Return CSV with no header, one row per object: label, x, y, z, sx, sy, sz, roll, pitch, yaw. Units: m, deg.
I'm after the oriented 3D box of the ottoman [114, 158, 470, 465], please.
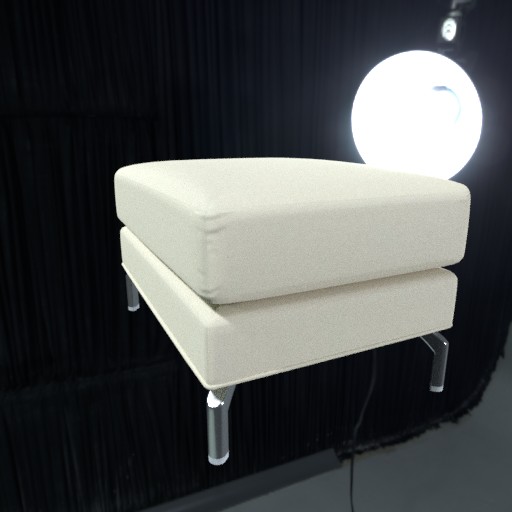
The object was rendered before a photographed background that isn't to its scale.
ottoman,0.000,0.000,1.172,0.581,0.497,0.835,-8,17,-25
